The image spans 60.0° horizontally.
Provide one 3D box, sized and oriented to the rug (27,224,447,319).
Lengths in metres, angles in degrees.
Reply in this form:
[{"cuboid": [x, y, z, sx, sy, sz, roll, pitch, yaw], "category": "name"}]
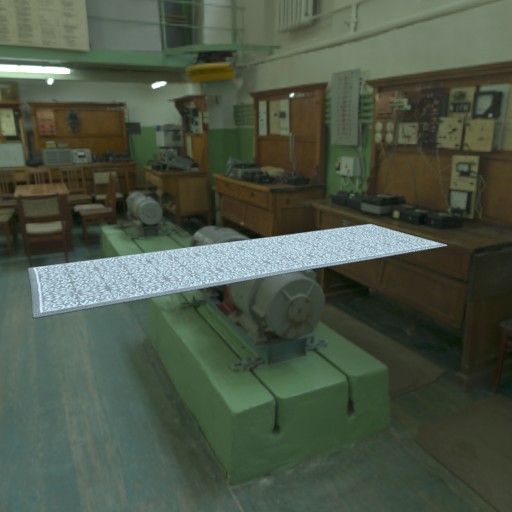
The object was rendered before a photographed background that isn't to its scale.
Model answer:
[{"cuboid": [0.000, 0.000, 2.392, 2.196, 0.011, 0.662, -8, 18, -27], "category": "rug"}]
